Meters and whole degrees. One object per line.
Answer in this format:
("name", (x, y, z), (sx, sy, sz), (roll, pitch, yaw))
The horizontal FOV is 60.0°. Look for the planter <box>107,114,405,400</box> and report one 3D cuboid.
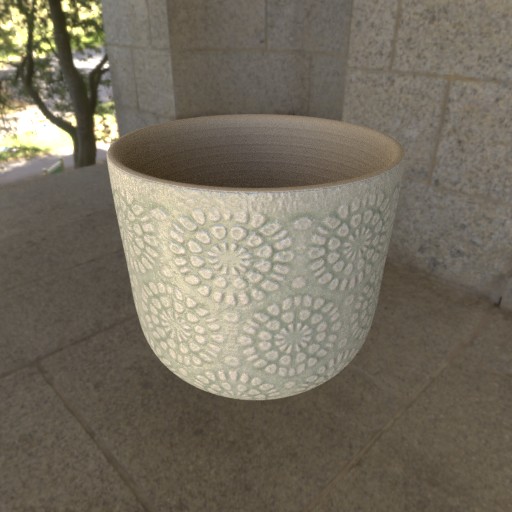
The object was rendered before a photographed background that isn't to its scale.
("planter", (0.000, 0.000, 0.297), (0.169, 0.153, 0.169), (0, 28, 0))
